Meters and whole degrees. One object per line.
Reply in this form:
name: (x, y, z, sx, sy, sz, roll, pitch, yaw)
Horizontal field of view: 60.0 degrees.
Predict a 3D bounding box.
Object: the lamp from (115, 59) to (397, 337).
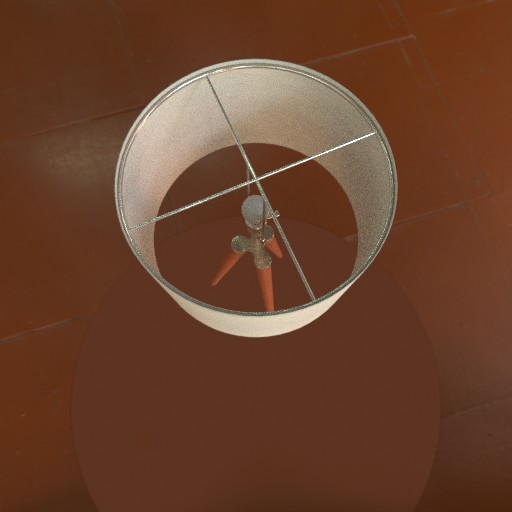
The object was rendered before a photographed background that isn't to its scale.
lamp: (0.000, 0.000, 0.897, 0.354, 0.709, 0.355, 16, 74, 5)
